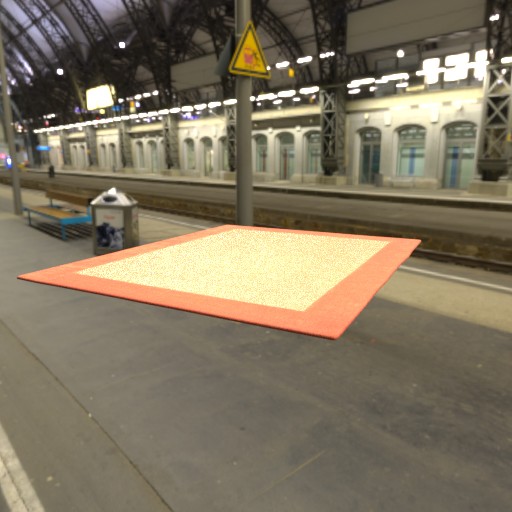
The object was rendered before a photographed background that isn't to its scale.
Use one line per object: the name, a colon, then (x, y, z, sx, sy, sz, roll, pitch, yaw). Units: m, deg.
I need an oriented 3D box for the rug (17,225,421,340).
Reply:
rug: (0.000, 0.000, 3.964, 2.430, 0.018, 2.976, 6, 14, 27)
